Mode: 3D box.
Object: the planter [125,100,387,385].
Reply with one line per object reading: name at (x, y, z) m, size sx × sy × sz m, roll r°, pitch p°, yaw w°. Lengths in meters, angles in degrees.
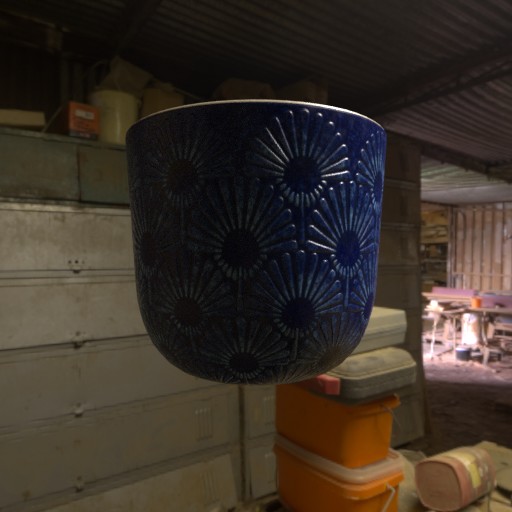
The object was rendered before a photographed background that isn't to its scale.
planter at (0.000, 0.000, 0.300) m, size 0.170 × 0.153 × 0.170 m, roll 0°, pitch 0°, yaw 0°
